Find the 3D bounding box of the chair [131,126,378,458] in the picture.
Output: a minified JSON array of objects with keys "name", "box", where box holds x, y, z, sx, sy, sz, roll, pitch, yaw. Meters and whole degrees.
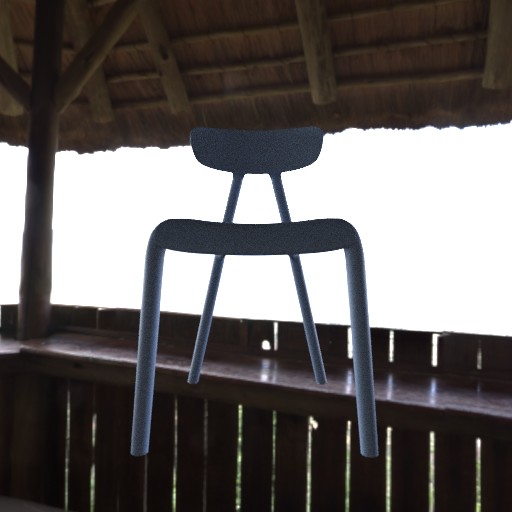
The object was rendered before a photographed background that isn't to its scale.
[{"name":"chair","box":[0.000,0.000,0.832,0.356,0.580,0.401,0,-1,1]}]
